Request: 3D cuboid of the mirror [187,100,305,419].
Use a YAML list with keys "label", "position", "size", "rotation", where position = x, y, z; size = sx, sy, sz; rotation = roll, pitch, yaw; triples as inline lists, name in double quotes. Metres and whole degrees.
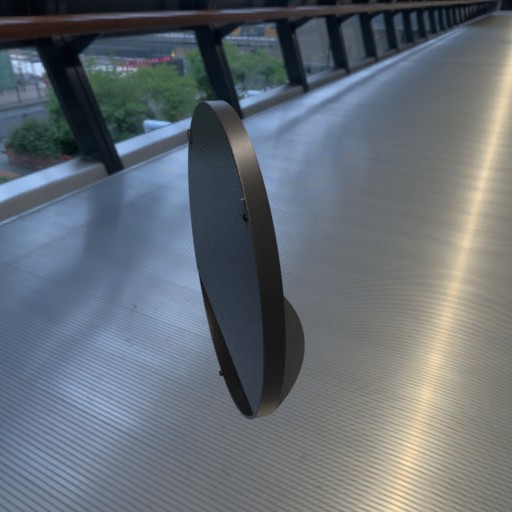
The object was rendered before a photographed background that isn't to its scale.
- label: "mirror"
  position: [0.000, 0.000, 0.683]
  size: [0.133, 0.457, 0.457]
  rotation: [-9, 30, -15]
